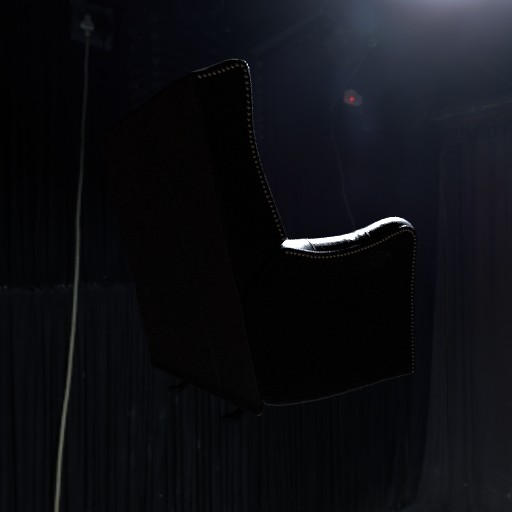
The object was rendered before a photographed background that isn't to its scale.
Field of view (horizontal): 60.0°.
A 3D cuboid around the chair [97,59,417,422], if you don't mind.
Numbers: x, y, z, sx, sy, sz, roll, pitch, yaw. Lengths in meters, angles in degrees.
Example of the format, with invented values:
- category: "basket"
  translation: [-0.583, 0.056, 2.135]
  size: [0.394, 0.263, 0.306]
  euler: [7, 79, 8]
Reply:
- category: "chair"
  translation: [0.000, 0.000, 1.766]
  size: [1.008, 1.084, 0.869]
  euler: [0, -1, -36]
